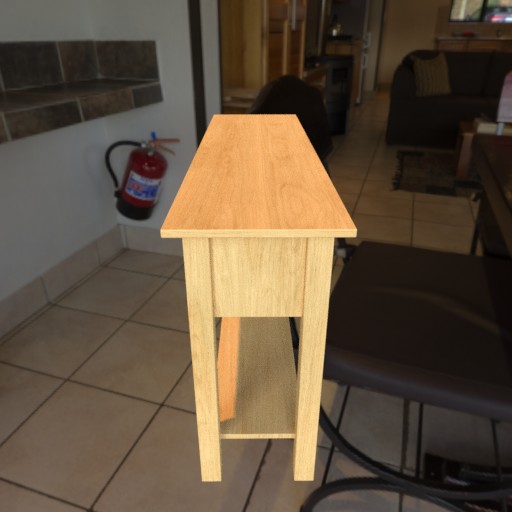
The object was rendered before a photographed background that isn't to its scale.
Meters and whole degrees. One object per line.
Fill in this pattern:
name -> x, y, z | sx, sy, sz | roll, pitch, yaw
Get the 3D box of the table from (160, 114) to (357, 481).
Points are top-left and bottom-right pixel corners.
table -> 0.000, 0.000, 1.503 | 0.350, 0.730, 1.240 | 0, 27, 0
